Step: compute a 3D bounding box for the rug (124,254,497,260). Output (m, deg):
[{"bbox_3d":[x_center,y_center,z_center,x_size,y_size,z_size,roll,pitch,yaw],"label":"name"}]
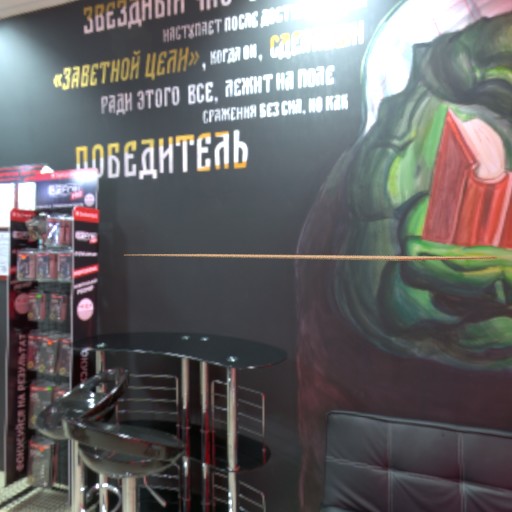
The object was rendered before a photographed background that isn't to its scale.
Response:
[{"bbox_3d":[0.000,0.000,2.621,0.686,0.006,2.437,0,1,-37],"label":"rug"}]
